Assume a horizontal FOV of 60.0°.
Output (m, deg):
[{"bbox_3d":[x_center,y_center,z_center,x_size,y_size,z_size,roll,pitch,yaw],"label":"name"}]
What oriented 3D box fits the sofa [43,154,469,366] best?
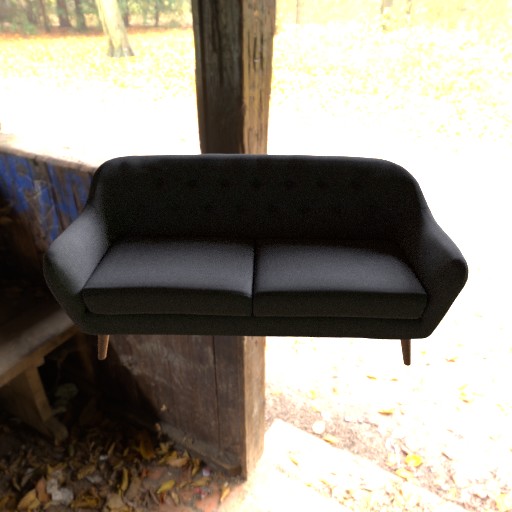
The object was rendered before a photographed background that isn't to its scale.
[{"bbox_3d":[0.000,0.000,2.263,1.840,0.820,0.820,1,31,1],"label":"sofa"}]
